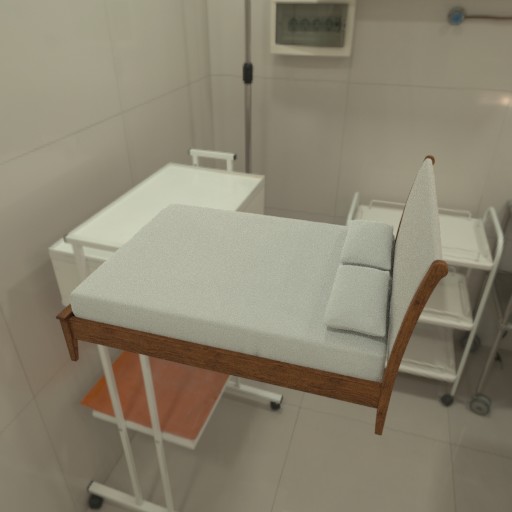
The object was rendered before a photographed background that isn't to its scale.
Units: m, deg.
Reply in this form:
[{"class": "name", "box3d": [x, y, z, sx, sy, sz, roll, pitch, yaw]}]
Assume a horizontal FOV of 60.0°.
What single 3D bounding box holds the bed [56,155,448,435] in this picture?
[{"class": "bed", "box3d": [0.000, 0.000, 2.965, 2.108, 1.135, 1.502, 9, 32, 14]}]
